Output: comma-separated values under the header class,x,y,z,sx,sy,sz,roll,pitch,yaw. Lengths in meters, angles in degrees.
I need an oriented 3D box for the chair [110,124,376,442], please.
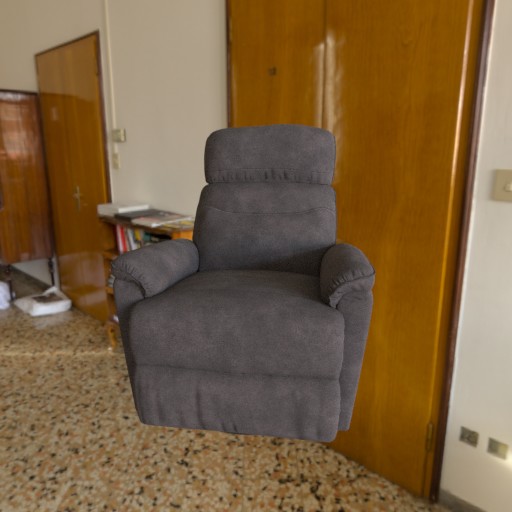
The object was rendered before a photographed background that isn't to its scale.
class,x,y,z,sx,sy,sz,roll,pitch,yaw
chair,0.000,0.000,1.736,0.830,1.035,1.009,2,14,9
